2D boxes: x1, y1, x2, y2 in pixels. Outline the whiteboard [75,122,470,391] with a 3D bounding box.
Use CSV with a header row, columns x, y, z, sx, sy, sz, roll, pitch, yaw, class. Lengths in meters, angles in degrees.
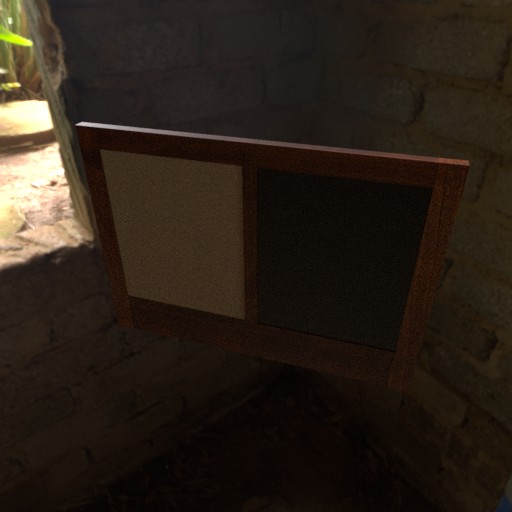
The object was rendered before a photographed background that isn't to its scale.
x,y,z,sx,sy,sz,roll,pitch,yaw,class
0.000,0.000,1.012,0.768,0.553,0.083,10,34,15,whiteboard
